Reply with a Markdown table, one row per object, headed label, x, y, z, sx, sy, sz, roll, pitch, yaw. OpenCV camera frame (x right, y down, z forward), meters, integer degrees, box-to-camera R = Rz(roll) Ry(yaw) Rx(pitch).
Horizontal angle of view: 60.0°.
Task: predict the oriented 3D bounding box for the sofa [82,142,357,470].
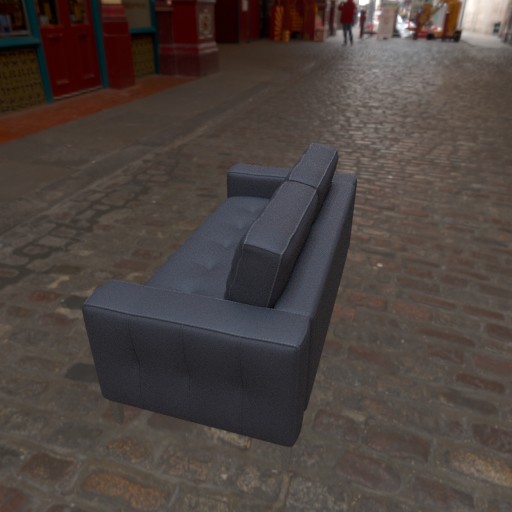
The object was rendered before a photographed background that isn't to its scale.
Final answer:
| label | x | y | z | sx | sy | sz | roll | pitch | yaw |
| --- | --- | --- | --- | --- | --- | --- | --- | --- | --- |
| sofa | 0.000 | 0.000 | 2.279 | 0.833 | 0.893 | 1.726 | 9 | 31 | 15 |
